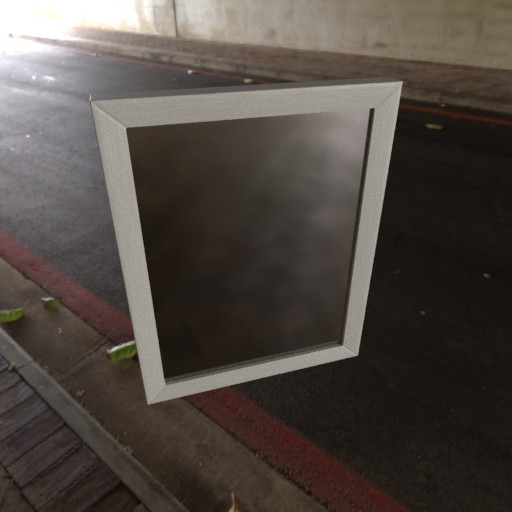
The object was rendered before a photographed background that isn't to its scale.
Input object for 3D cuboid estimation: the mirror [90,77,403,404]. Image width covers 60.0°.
[{"bbox_3d":[0.000,0.000,0.700,0.405,0.508,0.041,-9,33,-15],"label":"mirror"}]
